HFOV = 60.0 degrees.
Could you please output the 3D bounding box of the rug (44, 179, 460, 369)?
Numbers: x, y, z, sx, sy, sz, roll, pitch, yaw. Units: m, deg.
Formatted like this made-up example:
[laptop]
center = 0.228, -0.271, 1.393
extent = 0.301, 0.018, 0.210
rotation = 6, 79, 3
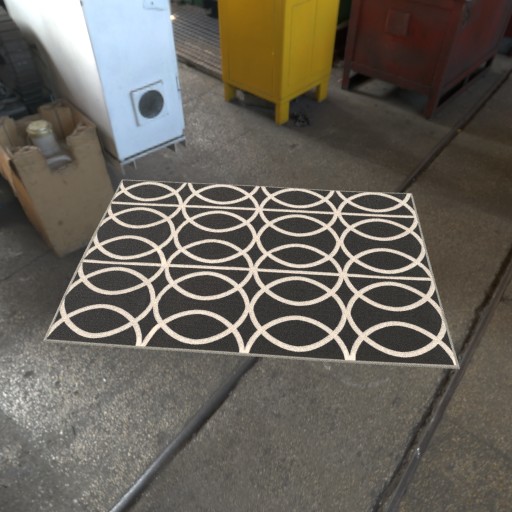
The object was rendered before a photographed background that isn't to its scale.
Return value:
[rug]
center = 0.000, 0.000, 2.946
extent = 2.294, 0.014, 1.528
rotation = 3, 46, 3
